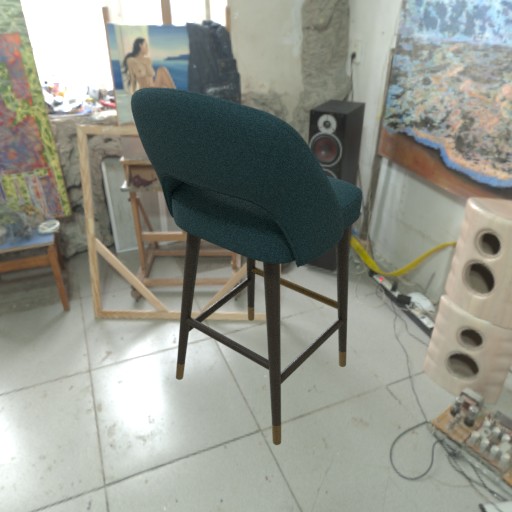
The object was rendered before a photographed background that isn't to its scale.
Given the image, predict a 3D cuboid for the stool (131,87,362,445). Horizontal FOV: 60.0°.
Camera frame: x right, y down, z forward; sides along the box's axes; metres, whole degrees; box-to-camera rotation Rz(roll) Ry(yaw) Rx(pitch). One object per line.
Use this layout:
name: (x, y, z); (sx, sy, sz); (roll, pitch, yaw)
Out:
stool: (0.000, 0.000, 1.347); (0.536, 1.032, 0.522); (22, 38, 32)
